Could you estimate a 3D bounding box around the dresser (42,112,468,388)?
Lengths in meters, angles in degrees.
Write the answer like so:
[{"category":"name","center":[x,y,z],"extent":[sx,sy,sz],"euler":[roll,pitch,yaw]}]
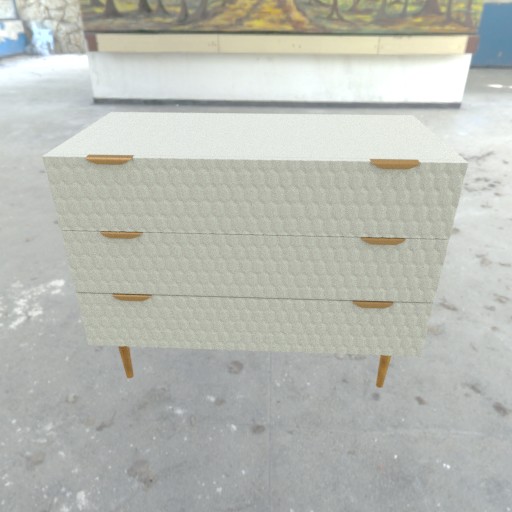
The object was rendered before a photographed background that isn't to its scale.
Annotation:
[{"category":"dresser","center":[0.000,0.000,1.308],"extent":[0.905,0.721,0.457],"euler":[1,30,3]}]
